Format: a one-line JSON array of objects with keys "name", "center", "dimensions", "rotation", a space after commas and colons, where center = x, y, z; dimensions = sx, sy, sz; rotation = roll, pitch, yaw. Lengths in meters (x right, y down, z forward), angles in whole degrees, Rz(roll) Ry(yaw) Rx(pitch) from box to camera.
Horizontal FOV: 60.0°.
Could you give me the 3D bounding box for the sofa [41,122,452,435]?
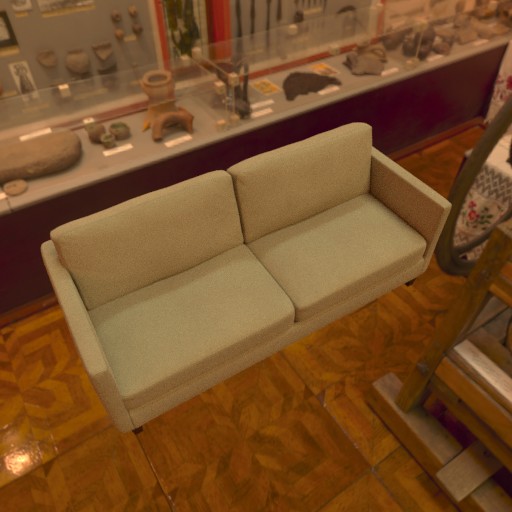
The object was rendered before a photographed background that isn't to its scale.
[{"name": "sofa", "center": [0.000, 0.000, 2.661], "dimensions": [2.181, 0.932, 0.948], "rotation": [-24, 51, -21]}]
